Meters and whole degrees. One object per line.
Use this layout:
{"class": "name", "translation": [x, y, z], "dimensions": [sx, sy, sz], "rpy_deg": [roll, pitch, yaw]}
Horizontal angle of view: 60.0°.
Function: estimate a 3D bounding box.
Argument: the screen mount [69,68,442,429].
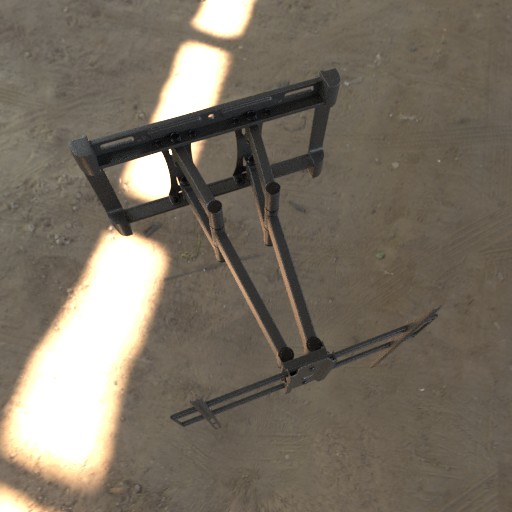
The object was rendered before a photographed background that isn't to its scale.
{"class": "screen mount", "translation": [0.000, 0.000, 0.943], "dimensions": [0.571, 0.424, 0.556], "rpy_deg": [-19, 65, -9]}
